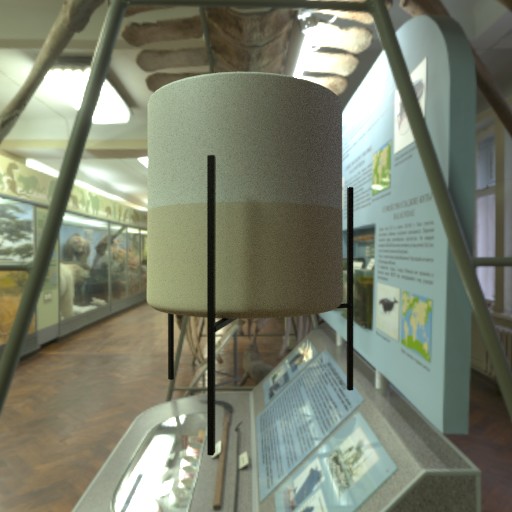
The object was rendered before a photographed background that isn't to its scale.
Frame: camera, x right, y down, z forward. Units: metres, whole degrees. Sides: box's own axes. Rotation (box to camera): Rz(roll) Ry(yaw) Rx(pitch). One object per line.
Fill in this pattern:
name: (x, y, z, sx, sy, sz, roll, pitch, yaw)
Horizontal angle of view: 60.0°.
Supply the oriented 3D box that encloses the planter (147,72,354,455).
planter: (0.000, 0.000, 0.535, 0.263, 0.362, 0.267, 0, 0, -1)
